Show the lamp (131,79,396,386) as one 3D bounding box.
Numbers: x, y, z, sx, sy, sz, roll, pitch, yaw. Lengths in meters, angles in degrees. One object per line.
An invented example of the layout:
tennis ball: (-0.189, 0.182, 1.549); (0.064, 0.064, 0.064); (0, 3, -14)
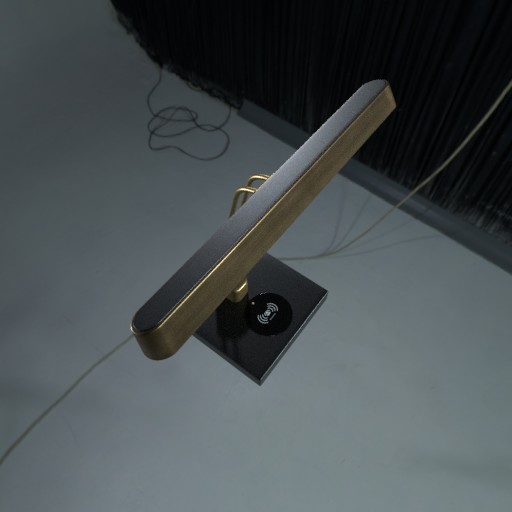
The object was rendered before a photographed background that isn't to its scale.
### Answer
lamp: (0.000, 0.000, 0.584); (0.156, 0.345, 0.412); (32, 62, 19)
